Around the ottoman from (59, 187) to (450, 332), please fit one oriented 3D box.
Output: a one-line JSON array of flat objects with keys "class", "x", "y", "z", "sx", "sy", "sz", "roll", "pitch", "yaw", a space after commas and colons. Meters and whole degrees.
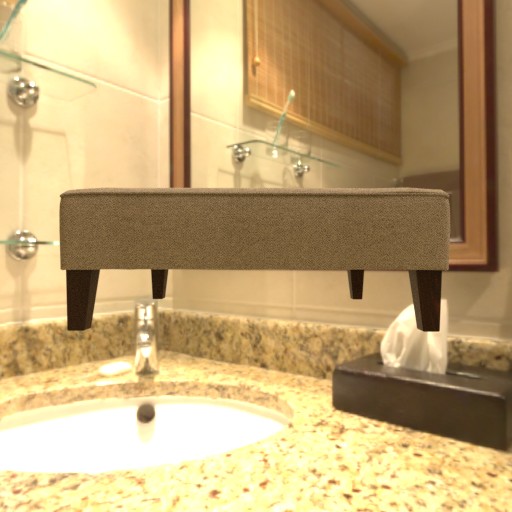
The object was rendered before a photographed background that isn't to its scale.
[{"class": "ottoman", "x": 0.000, "y": 0.000, "z": 1.569, "sx": 0.982, "sy": 0.381, "sz": 0.973, "roll": 0, "pitch": 0, "yaw": 1}]
